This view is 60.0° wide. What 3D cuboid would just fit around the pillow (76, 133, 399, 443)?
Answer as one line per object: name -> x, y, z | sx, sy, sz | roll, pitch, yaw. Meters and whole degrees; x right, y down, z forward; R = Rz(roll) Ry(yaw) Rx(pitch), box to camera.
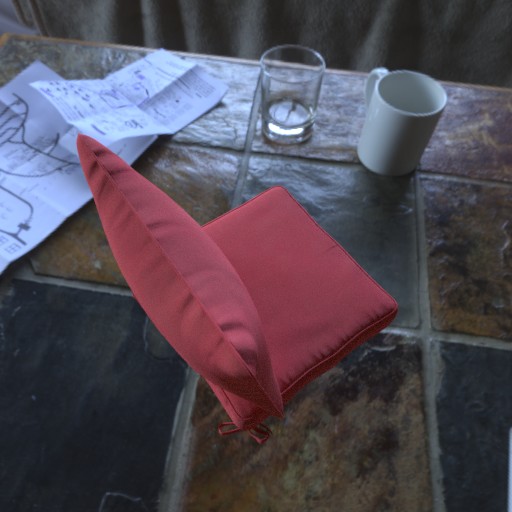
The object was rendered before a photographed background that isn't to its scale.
pillow -> 0.000, 0.000, 1.337 | 0.733, 0.725, 0.798 | -31, 63, -18
